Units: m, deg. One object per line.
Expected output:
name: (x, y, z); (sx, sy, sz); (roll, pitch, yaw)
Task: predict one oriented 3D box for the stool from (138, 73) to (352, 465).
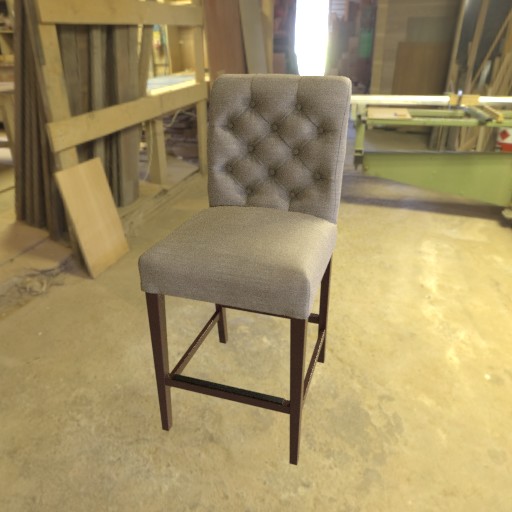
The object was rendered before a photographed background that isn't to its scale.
stool: (0.000, 0.000, 1.466); (0.486, 1.084, 0.660); (8, 27, 16)
